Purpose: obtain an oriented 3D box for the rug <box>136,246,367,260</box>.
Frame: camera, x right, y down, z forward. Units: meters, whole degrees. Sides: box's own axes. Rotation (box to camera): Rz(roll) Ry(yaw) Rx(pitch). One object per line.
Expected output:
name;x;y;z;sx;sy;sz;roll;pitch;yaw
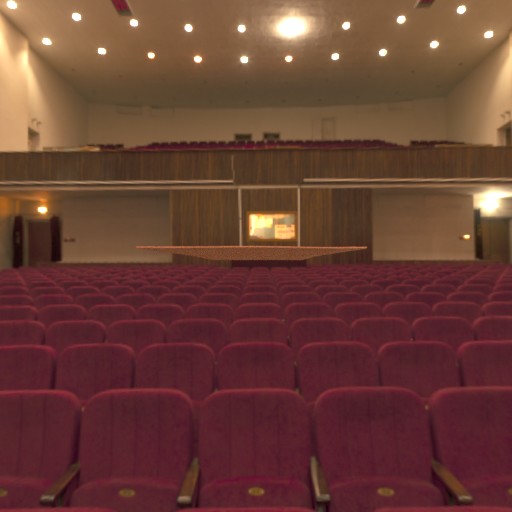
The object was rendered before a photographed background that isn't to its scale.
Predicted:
rug;0.000;0.000;2.601;0.741;0.014;2.390;0;-1;1
